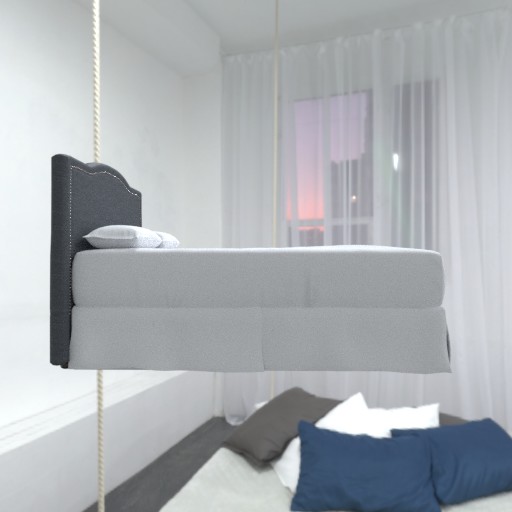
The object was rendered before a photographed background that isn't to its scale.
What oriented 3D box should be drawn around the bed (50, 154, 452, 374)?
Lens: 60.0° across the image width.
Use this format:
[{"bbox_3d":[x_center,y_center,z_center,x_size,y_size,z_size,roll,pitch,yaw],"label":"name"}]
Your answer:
[{"bbox_3d":[0.000,0.000,3.555,2.507,1.441,1.747,0,0,1],"label":"bed"}]
